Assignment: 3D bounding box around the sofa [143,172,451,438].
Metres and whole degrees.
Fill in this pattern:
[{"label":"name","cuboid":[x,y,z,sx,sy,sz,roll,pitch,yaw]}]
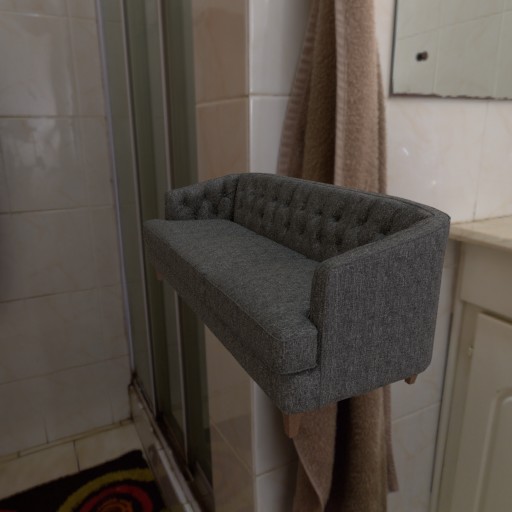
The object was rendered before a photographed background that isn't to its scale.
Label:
[{"label":"sofa","cuboid":[0.000,0.000,2.710,0.941,0.855,2.278,-8,18,-25]}]
